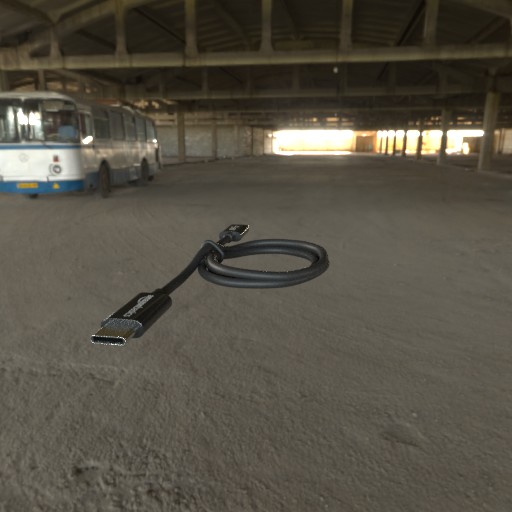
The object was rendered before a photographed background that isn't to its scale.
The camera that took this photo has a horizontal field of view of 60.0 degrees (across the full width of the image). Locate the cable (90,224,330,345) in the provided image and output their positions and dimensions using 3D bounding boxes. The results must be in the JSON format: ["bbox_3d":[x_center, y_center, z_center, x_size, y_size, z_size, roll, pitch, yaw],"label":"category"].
[{"bbox_3d":[0.000,0.000,0.213,0.070,0.014,0.186,2,14,10],"label":"cable"}]
